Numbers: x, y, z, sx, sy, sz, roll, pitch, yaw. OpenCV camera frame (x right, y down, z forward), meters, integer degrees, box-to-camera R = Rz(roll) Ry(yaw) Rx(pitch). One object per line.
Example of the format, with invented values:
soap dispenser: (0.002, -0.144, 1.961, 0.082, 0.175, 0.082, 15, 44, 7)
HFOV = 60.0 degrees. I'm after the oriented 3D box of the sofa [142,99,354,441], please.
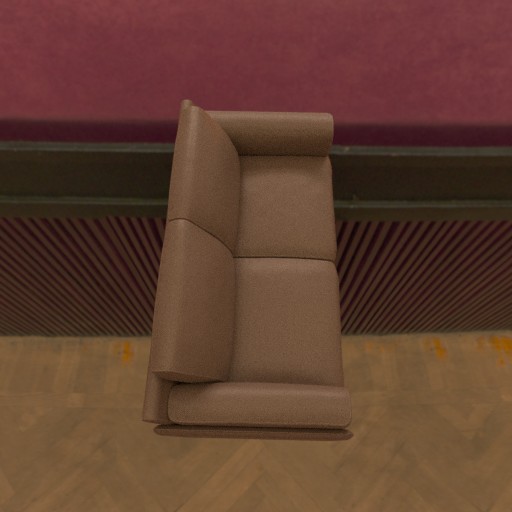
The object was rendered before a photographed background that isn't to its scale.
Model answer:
sofa: (0.000, 0.000, 2.754, 1.049, 0.930, 2.101, 1, 65, 1)
